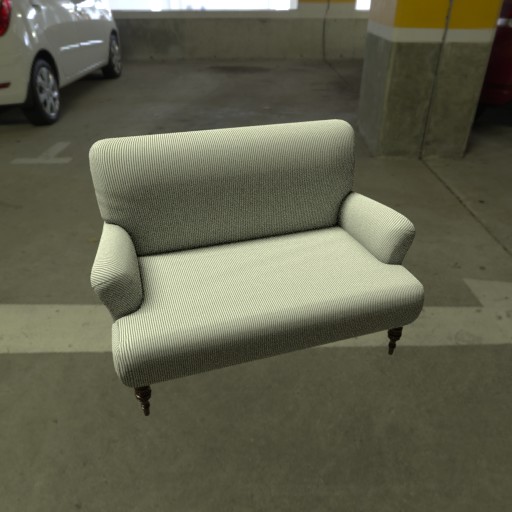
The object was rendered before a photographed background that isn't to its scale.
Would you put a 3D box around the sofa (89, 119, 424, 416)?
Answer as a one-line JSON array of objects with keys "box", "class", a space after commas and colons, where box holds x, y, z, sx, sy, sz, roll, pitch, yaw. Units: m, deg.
[{"box": [0.000, 0.000, 1.875, 1.297, 0.889, 0.779, -9, 32, -15], "class": "sofa"}]
